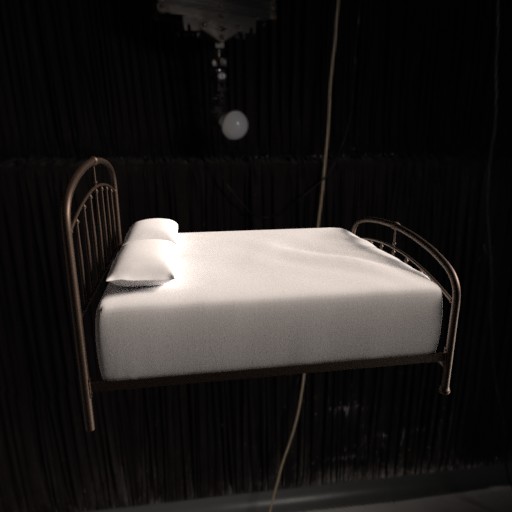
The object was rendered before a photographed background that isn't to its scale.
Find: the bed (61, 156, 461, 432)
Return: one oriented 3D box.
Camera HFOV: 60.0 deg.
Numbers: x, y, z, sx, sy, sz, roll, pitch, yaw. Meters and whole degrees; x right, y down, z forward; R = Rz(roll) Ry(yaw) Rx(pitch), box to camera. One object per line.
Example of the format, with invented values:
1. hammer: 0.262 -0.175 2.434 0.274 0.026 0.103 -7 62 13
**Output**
1. bed: 0.000 0.000 3.194 2.180 1.425 1.711 -3 16 -9
